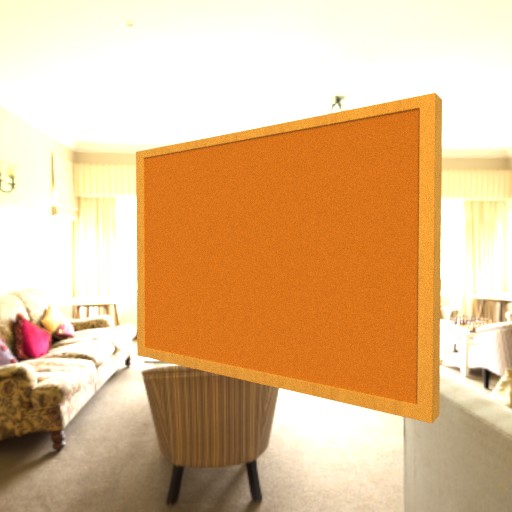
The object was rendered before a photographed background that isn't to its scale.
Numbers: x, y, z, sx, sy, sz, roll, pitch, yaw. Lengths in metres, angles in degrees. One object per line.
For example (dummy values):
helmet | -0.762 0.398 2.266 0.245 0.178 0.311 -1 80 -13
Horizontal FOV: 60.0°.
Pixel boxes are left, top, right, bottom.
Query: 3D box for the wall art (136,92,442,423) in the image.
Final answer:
wall art | 0.000 0.000 0.680 0.532 0.380 0.032 1 2 37
